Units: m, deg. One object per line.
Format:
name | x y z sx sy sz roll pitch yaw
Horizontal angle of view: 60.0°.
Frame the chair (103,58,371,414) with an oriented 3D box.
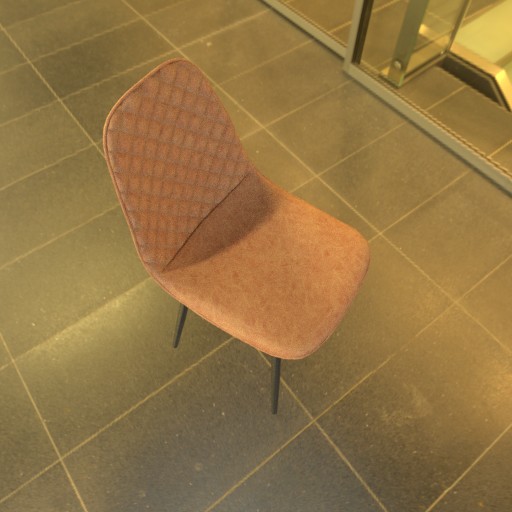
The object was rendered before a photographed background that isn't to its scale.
chair | 0.000 0.000 1.195 0.561 0.889 0.472 29 63 17
